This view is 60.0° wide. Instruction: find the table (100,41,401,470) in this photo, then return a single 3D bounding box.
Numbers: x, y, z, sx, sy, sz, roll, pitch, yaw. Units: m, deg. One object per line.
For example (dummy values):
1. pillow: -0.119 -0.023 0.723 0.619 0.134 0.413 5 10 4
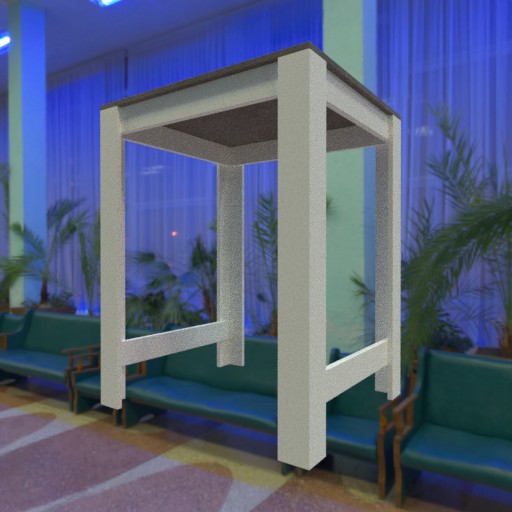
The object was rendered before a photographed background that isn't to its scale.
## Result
1. table: 0.000 0.000 1.563 0.800 1.020 0.700 0 0 35
